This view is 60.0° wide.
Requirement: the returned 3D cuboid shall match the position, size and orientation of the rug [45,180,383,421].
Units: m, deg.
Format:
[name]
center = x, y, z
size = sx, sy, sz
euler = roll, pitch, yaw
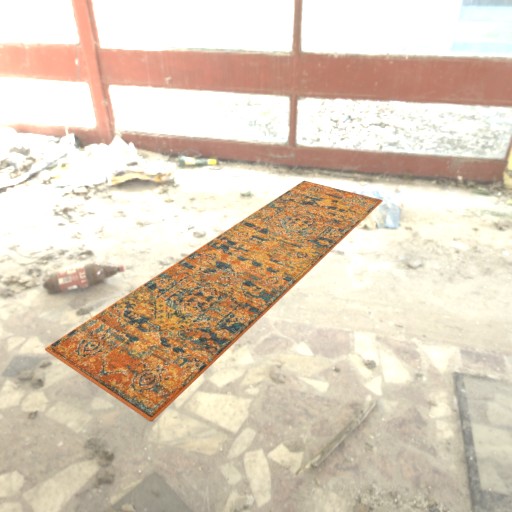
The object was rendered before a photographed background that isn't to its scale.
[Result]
[rug]
center = 0.000, 0.000, 2.544
size = 0.651, 0.016, 2.274
euler = 20, 37, 29
